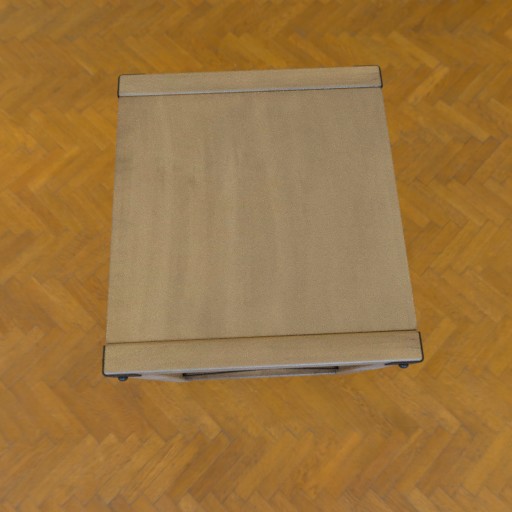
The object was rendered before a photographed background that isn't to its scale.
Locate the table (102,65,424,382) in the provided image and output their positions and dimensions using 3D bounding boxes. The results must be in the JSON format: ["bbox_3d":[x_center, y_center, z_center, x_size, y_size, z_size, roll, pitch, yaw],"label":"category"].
[{"bbox_3d":[0.000,0.000,0.949,0.459,0.561,0.510,-2,73,-1],"label":"table"}]
